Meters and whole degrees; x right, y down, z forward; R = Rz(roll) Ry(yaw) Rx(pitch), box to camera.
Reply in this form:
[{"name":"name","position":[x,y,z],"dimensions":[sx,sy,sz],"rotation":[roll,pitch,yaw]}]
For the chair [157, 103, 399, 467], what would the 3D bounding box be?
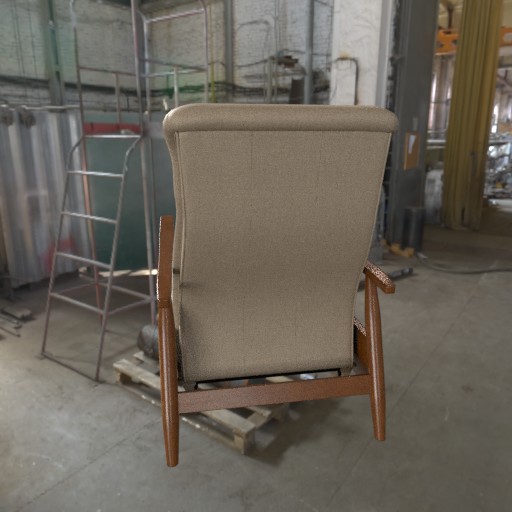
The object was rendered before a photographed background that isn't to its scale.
[{"name":"chair","position":[0.000,0.000,1.763],"dimensions":[0.762,1.082,1.032],"rotation":[-3,15,-10]}]
